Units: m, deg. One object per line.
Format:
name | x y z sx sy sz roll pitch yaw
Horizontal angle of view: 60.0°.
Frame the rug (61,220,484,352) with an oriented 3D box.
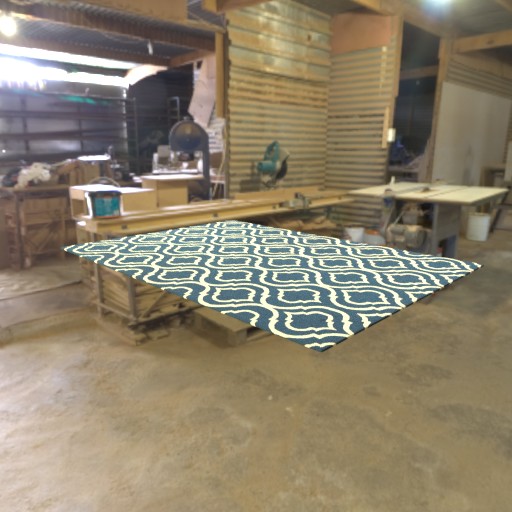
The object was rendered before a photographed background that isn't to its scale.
rug | 0.000 0.000 2.717 2.134 0.010 1.524 14 20 43
